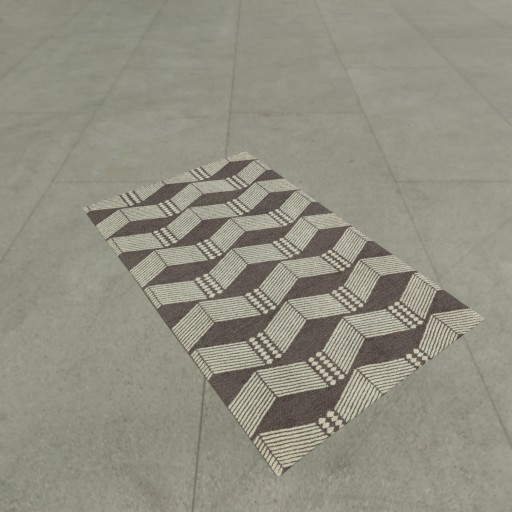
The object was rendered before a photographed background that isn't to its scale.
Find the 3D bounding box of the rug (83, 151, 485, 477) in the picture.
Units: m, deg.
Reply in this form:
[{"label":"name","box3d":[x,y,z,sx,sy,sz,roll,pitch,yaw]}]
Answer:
[{"label":"rug","box3d":[0.000,0.000,2.972,1.517,0.011,2.435,-26,48,-26]}]
